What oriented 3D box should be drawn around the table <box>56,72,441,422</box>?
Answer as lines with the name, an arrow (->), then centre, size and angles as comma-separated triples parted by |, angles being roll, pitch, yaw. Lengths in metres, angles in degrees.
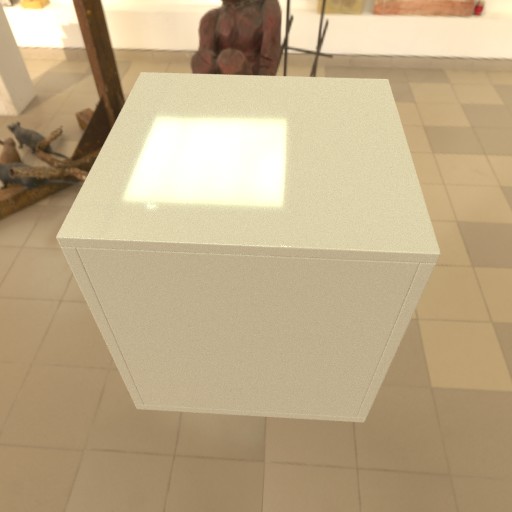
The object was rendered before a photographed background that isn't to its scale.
table -> 0.000, 0.000, 0.790 | 0.420, 0.470, 0.400 | 3, 48, 2
